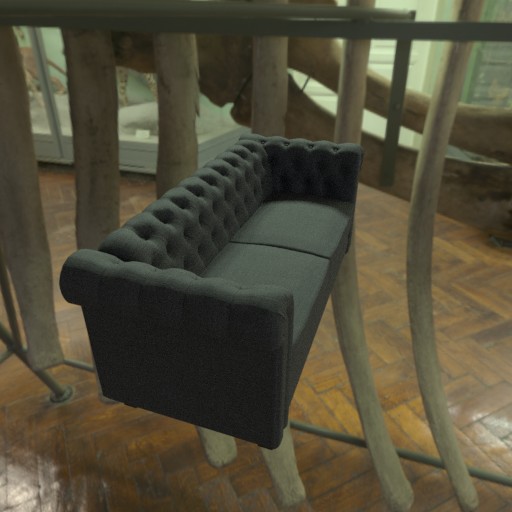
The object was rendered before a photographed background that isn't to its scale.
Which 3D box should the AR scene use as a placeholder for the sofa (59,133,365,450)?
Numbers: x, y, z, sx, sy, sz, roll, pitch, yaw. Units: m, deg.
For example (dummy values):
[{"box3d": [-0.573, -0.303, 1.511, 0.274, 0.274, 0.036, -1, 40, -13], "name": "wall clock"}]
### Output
[{"box3d": [0.000, 0.000, 2.251, 0.783, 0.797, 1.798, 10, 32, 17], "name": "sofa"}]
